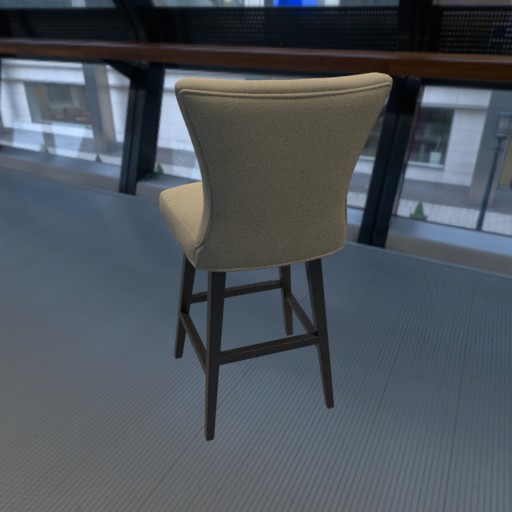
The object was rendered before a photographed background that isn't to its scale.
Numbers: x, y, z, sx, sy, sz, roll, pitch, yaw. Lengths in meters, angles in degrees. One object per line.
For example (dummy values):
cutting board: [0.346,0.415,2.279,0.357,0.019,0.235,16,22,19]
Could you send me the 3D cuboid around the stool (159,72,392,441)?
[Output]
stool: [0.000,0.000,1.393,0.514,1.086,0.574,-9,28,-17]
